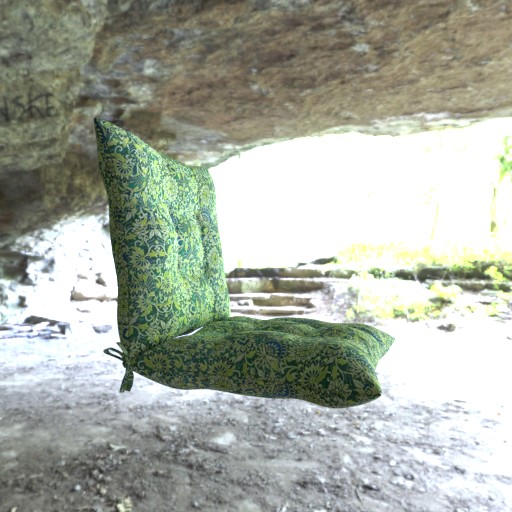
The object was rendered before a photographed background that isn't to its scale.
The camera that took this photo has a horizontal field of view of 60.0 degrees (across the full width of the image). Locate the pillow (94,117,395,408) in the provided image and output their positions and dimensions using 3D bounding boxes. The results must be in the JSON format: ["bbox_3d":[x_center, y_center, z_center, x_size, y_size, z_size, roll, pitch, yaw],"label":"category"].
[{"bbox_3d":[0.000,0.000,1.004,0.585,0.536,0.541,0,-1,19],"label":"pillow"}]
